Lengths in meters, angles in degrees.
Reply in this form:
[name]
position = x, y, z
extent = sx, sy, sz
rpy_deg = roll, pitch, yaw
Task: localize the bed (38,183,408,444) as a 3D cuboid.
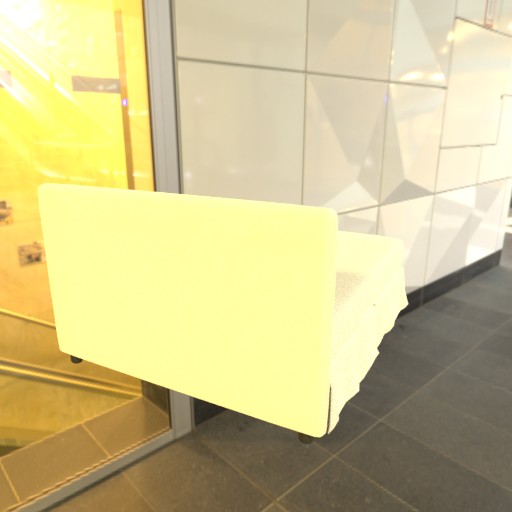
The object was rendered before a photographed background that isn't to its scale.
[bed]
position = 0.000, 0.000, 3.605
extent = 2.119, 1.317, 2.341
rpy_deg = 9, 19, 27
